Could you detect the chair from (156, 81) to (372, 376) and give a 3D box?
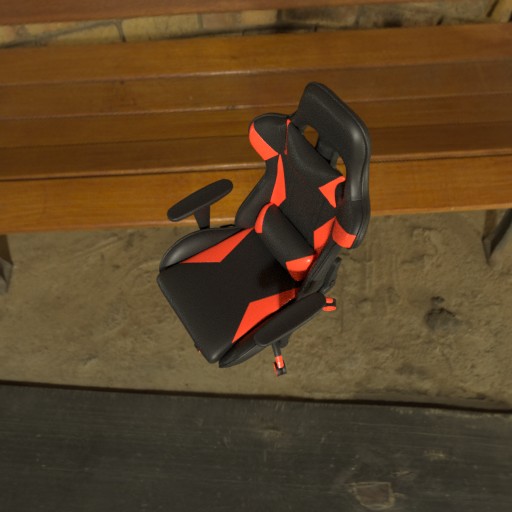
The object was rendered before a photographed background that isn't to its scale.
[{"bbox_3d":[0.000,0.000,1.706,0.730,1.282,0.695,-32,68,-15],"label":"chair"}]
